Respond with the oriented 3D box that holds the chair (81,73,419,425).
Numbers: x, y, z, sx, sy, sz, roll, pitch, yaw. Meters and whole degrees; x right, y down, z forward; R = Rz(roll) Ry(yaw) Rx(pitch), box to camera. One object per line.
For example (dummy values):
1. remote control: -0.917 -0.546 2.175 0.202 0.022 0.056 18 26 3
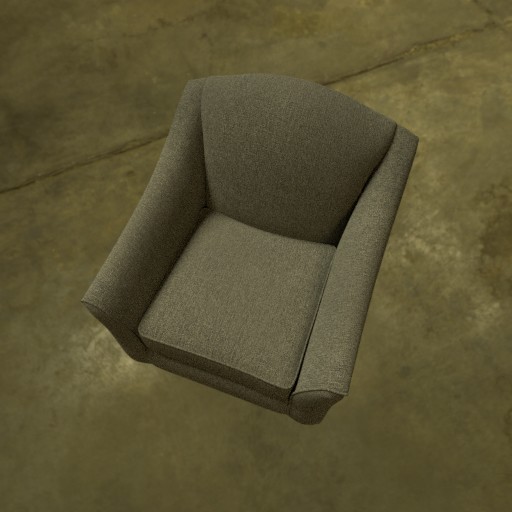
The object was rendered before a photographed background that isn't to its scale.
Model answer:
1. chair: 0.000 0.000 1.443 0.763 0.839 0.787 17 60 10
